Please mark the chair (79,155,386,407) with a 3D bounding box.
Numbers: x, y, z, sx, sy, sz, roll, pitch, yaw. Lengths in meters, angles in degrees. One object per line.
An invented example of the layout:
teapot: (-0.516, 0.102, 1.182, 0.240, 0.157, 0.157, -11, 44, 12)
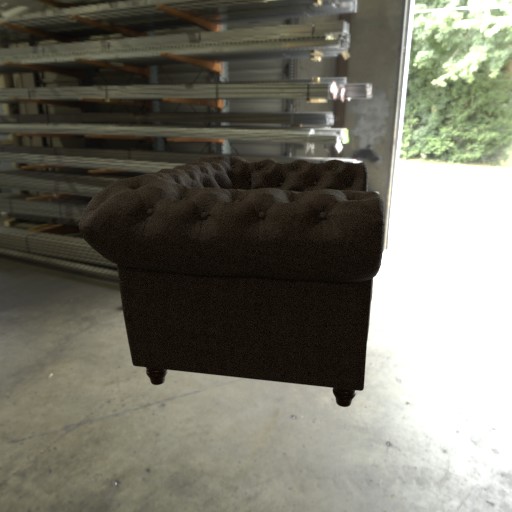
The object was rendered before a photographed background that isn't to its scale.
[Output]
chair: (0.000, 0.000, 1.911, 0.945, 0.780, 1.298, 3, 17, 11)
